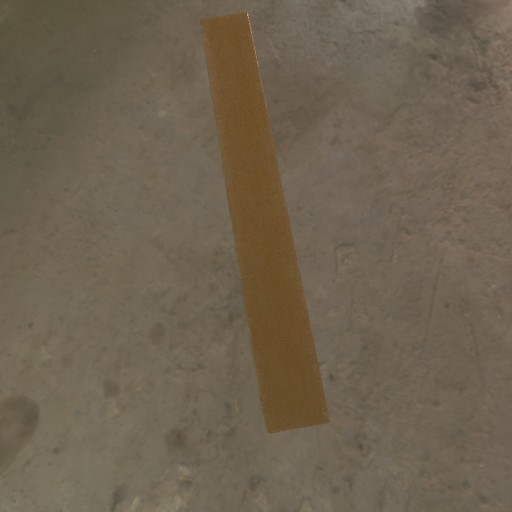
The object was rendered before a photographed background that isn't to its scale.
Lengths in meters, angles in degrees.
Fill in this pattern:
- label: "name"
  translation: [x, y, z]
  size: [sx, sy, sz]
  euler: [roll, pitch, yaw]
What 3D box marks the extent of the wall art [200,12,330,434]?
- label: "wall art"
  translation: [0.000, 0.000, 0.449]
  size: [0.038, 0.305, 0.306]
  euler: [-9, 74, -3]
